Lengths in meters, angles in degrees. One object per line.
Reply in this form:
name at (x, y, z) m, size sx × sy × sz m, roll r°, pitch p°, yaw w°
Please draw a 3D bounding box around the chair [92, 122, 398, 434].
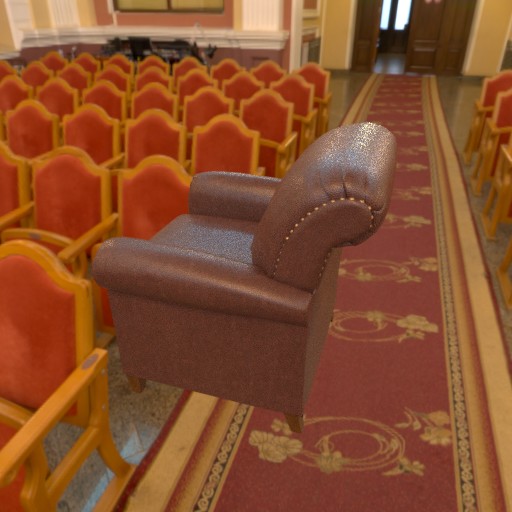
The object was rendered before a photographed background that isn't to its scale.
chair at (0.000, 0.000, 1.643) m, size 0.890 × 0.927 × 0.854 m, roll 9°, pitch 30°, yaw 15°
